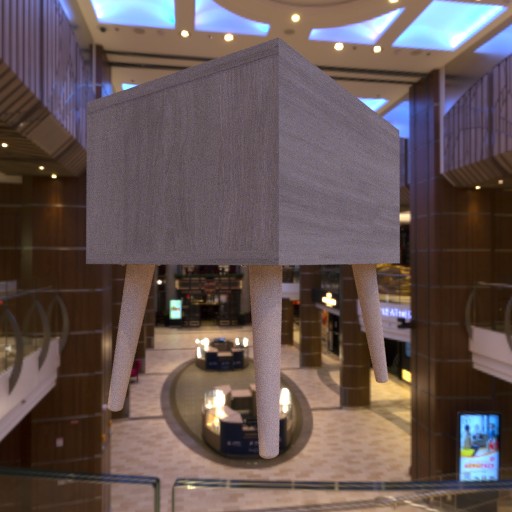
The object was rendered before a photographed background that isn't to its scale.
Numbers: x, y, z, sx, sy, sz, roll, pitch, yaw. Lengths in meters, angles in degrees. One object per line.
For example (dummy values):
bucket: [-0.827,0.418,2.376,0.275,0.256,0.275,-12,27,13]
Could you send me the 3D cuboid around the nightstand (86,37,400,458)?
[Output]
nightstand: [0.000,0.000,0.803,0.380,0.500,0.450,0,-1,35]
